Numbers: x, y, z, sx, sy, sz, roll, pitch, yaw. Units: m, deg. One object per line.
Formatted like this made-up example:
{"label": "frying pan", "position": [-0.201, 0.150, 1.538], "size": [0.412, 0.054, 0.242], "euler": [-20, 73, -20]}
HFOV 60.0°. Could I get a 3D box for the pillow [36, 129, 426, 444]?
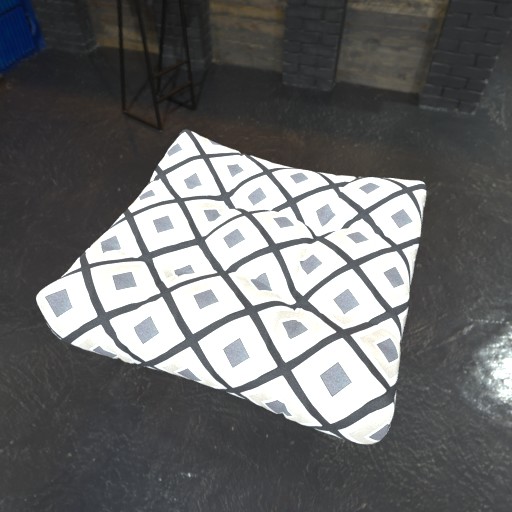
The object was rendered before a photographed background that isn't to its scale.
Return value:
{"label": "pillow", "position": [0.000, 0.000, 0.716], "size": [0.490, 0.128, 0.468], "euler": [15, 49, 13]}
